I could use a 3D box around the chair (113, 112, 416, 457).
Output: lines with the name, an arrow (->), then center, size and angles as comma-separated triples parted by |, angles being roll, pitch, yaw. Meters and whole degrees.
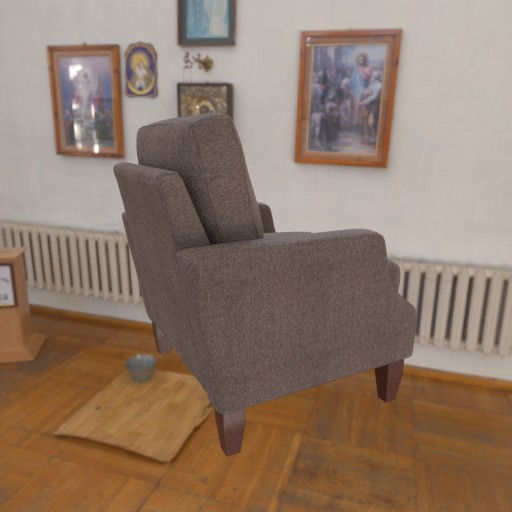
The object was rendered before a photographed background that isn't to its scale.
chair -> 0.000, 0.000, 1.674 | 0.897, 0.993, 0.855 | -7, 16, -26
